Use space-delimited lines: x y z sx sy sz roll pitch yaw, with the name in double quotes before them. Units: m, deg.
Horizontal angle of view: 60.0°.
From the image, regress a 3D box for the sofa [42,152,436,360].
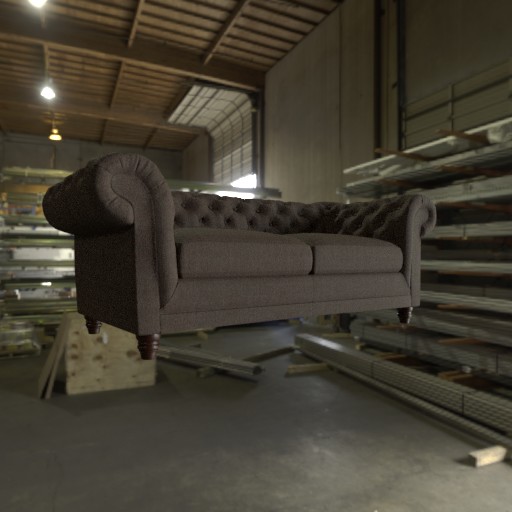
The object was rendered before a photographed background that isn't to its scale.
"sofa" 0.000 0.000 2.448 2.048 0.780 0.944 0 0 -36
